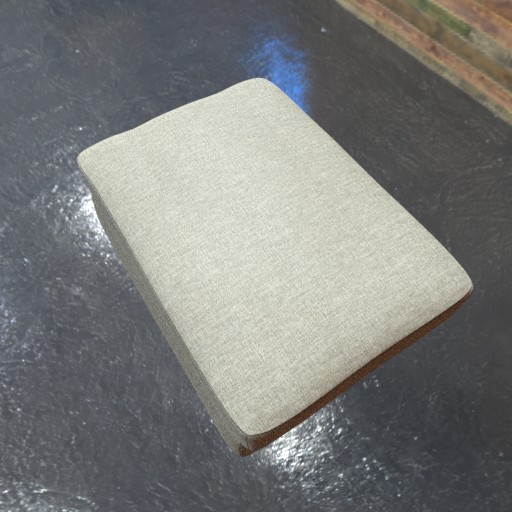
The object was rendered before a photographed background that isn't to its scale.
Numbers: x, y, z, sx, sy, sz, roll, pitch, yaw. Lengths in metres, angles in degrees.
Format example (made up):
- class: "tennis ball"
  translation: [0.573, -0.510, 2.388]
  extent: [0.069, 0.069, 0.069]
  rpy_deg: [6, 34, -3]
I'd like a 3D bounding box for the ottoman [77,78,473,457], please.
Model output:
- class: "ottoman"
  translation: [0.000, 0.000, 1.229]
  extent: [0.639, 0.494, 0.873]
  rpy_deg: [-29, 63, -16]
